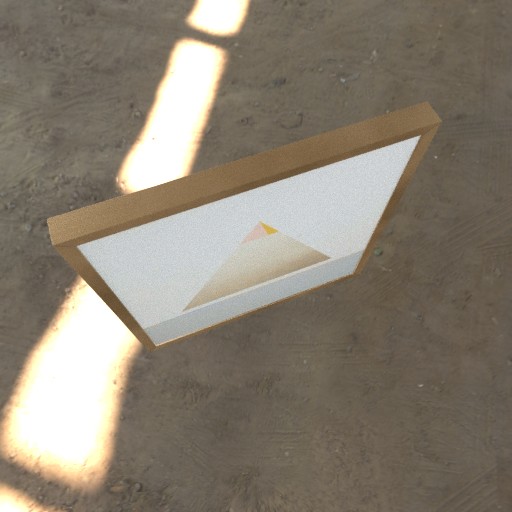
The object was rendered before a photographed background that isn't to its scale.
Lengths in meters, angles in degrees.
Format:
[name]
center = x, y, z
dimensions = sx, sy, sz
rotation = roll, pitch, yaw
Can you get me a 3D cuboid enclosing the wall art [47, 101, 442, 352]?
[wall art]
center = 0.000, 0.000, 0.784
dimensions = 0.513, 0.511, 0.038
rotation = -19, 66, -9
